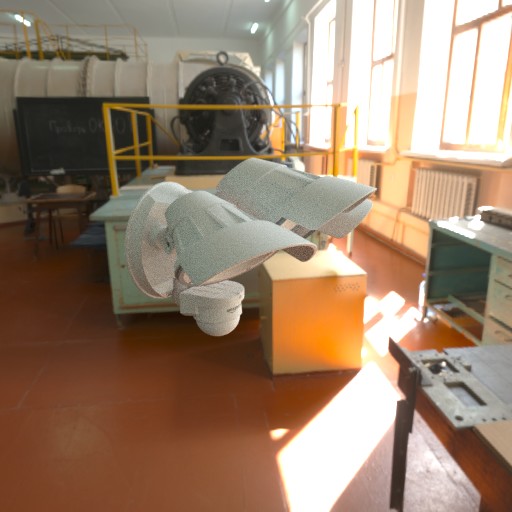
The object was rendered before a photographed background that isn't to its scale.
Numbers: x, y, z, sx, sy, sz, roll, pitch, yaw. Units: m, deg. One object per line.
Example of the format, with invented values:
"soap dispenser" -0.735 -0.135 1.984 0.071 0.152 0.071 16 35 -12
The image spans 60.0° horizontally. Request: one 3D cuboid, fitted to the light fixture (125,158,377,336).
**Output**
"light fixture" 0.000 0.000 0.548 0.278 0.237 0.369 8 18 27
